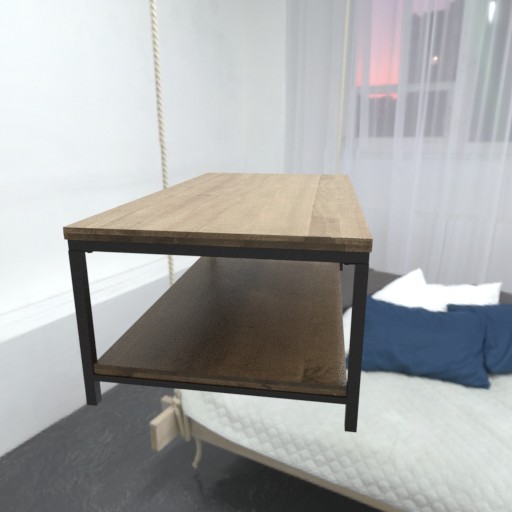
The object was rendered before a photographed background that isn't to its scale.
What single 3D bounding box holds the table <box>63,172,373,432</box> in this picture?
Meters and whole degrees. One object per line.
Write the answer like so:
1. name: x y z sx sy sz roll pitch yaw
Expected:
1. table: 0.000 0.000 1.357 0.574 0.393 1.062 3 16 9
